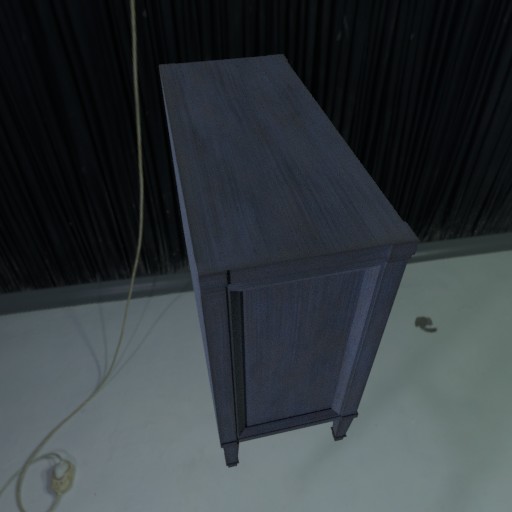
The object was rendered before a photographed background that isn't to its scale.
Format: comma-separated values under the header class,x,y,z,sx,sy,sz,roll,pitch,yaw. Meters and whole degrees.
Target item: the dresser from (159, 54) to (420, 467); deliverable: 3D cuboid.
class,x,y,z,sx,sy,sz,roll,pitch,yaw
dresser,0.000,0.000,1.576,0.463,0.986,1.049,-9,45,-9
